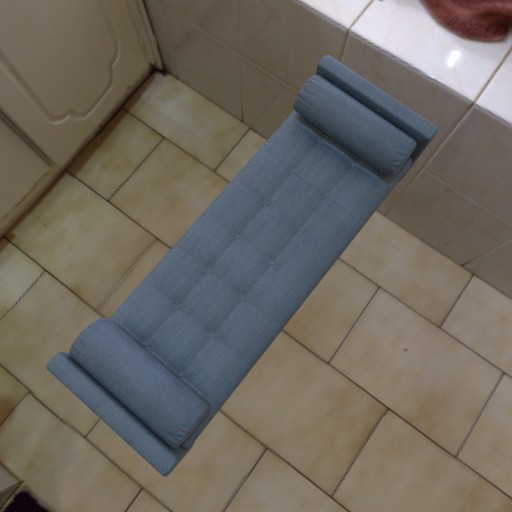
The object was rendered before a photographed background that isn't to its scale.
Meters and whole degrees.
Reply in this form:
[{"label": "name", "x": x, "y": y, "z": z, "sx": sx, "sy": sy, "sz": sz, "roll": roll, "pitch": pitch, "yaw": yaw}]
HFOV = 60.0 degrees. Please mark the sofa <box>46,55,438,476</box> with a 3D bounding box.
[{"label": "sofa", "x": 0.000, "y": 0.000, "z": 2.276, "sx": 0.686, "sy": 0.635, "sz": 1.981, "roll": 38, "pitch": 78, "yaw": 9}]
